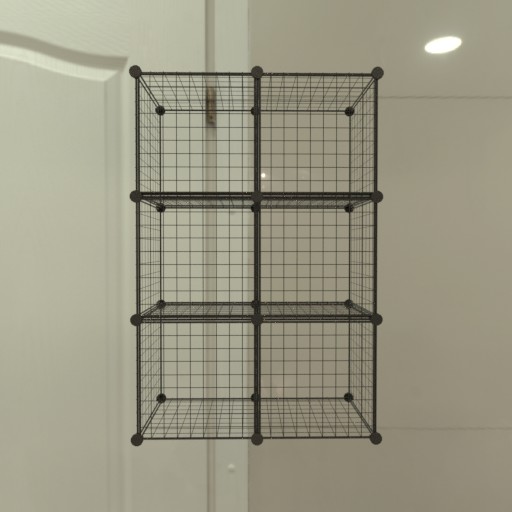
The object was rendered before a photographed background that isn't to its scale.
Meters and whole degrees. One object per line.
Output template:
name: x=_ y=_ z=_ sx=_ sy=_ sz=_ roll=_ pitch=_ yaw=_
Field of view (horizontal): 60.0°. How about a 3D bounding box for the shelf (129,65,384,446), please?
shelf: x=0.000 y=0.000 z=1.423 sx=0.711 sy=1.067 sz=0.356 roll=0 pitch=1 yaw=-1
